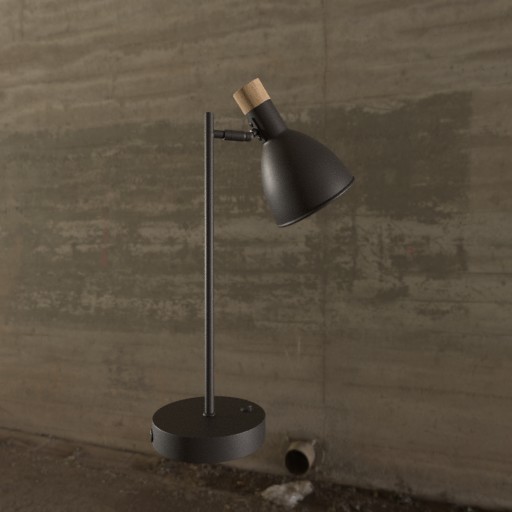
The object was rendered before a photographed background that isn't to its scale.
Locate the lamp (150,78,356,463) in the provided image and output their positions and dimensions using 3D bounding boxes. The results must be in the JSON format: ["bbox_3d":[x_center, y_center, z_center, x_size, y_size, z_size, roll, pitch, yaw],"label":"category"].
[{"bbox_3d":[0.000,0.000,0.611,0.287,0.483,0.152,0,1,-19],"label":"lamp"}]
